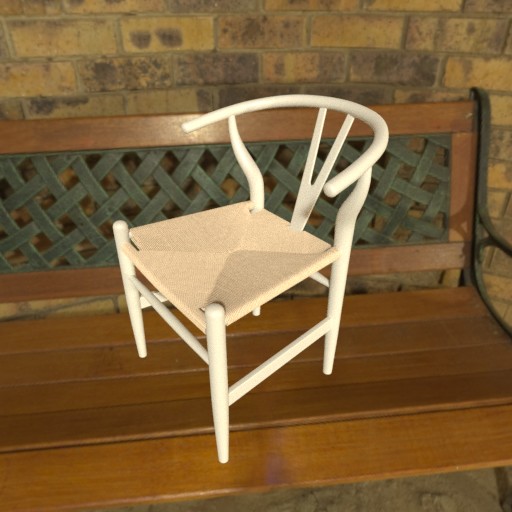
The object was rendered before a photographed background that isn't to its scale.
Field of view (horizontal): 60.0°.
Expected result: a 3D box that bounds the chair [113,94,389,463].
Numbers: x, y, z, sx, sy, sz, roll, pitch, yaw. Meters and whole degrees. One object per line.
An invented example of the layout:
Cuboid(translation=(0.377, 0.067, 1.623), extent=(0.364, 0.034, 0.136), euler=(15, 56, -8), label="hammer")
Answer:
Cuboid(translation=(0.000, 0.000, 1.173), extent=(0.579, 0.730, 0.569), euler=(-22, 37, -31), label="chair")
